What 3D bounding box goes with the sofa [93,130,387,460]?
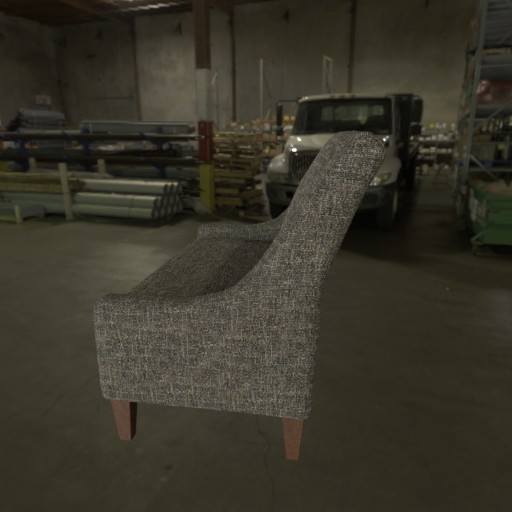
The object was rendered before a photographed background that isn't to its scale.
[{"bbox_3d":[0.000,0.000,1.878,0.870,1.021,1.242,3,16,9],"label":"sofa"}]
